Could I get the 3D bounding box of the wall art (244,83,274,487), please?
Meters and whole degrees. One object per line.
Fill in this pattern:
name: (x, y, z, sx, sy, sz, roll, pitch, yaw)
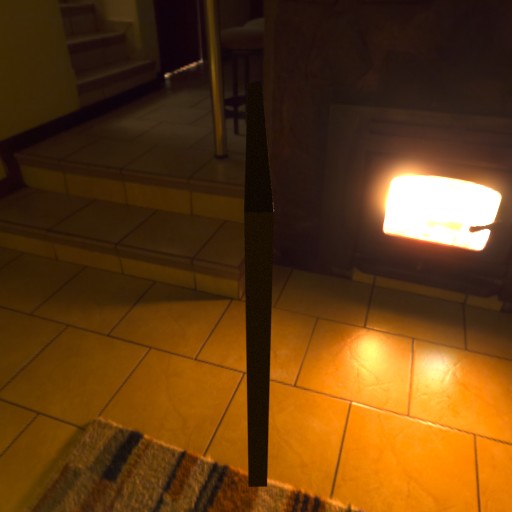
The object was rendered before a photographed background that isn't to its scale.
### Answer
wall art: (0.000, 0.000, 0.773, 0.028, 0.460, 0.561, 0, 33, 0)
